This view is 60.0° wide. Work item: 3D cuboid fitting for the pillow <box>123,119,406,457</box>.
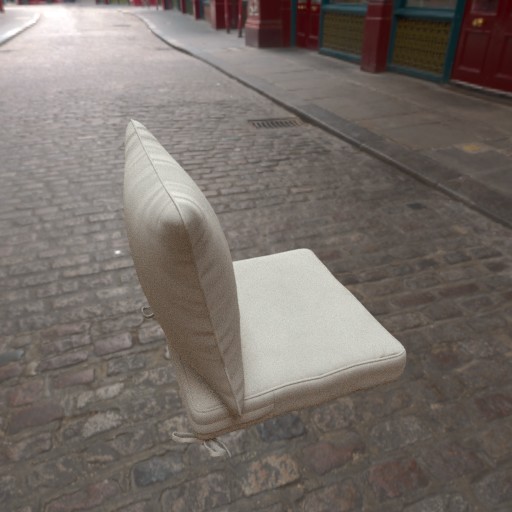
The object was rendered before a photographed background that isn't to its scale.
[{"bbox_3d":[0.000,0.000,1.362,0.733,0.716,0.798,-11,32,-17],"label":"pillow"}]
